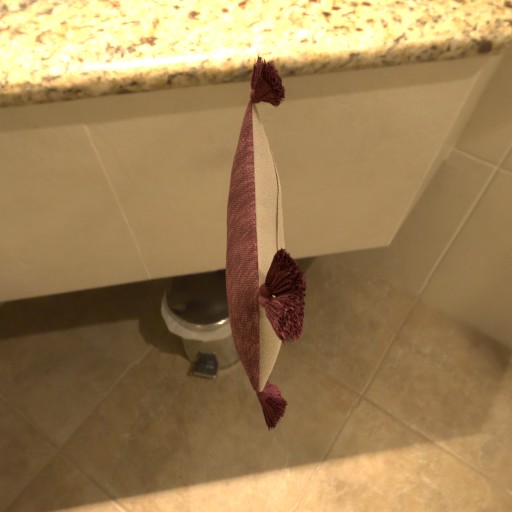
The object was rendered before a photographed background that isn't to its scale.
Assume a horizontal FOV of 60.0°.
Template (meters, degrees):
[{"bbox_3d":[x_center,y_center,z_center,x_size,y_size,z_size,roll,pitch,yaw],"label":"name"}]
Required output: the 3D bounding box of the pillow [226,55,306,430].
[{"bbox_3d":[0.000,0.000,1.001,0.138,0.659,0.641,-1,57,-1],"label":"pillow"}]
